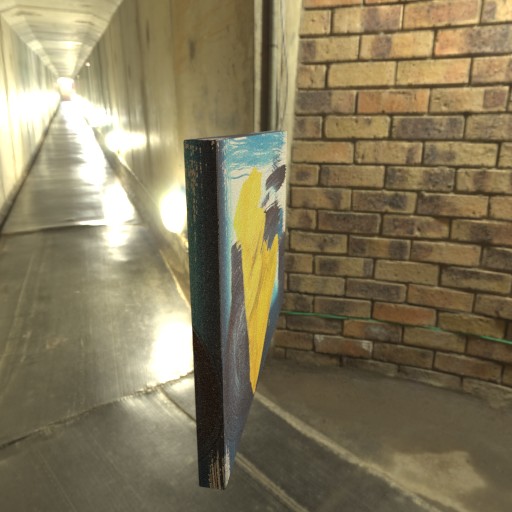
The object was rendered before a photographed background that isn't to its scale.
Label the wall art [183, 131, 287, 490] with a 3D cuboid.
[{"bbox_3d":[0.000,0.000,0.763,0.033,0.406,0.609,3,17,10],"label":"wall art"}]
